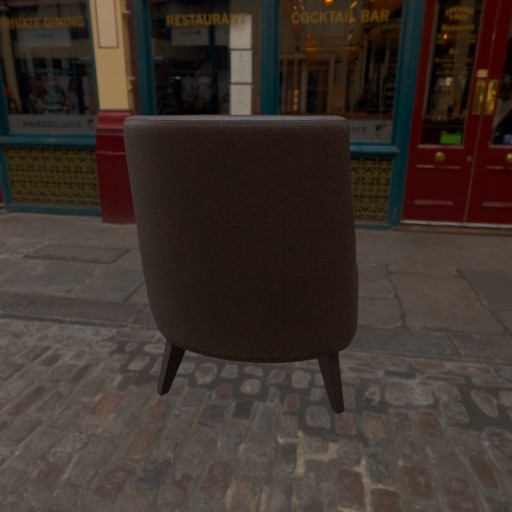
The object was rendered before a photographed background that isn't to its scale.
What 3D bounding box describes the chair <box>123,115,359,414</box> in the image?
[{"bbox_3d":[0.000,0.000,1.506,0.701,0.909,0.861,3,18,9],"label":"chair"}]
